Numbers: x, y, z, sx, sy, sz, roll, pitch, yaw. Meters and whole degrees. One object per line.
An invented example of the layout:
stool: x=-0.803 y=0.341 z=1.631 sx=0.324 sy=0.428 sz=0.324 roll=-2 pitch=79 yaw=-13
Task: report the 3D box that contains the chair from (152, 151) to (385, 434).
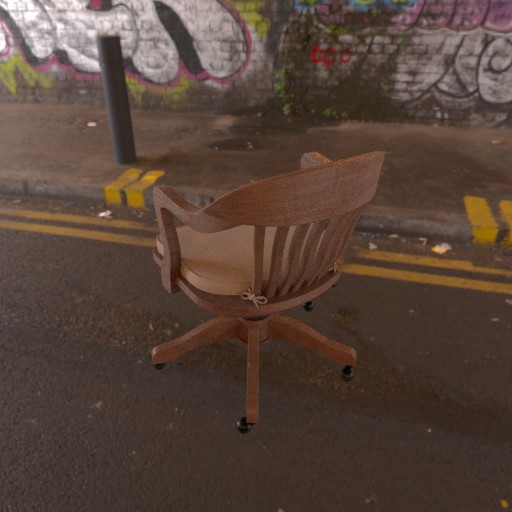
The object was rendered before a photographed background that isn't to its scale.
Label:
chair: x=0.000 y=0.000 z=1.517 sx=0.750 sy=0.878 sz=0.788 roll=-19 pitch=35 yaw=-30
